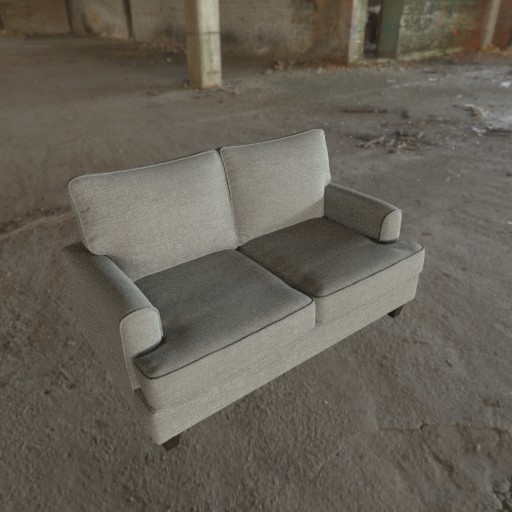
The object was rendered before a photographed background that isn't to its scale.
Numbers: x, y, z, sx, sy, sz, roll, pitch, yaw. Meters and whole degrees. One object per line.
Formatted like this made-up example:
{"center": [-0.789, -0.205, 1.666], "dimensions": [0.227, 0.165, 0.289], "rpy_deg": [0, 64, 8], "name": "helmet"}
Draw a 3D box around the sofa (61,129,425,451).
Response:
{"center": [0.000, 0.000, 2.253], "dimensions": [1.651, 0.965, 0.965], "rpy_deg": [-21, 35, -32], "name": "sofa"}
